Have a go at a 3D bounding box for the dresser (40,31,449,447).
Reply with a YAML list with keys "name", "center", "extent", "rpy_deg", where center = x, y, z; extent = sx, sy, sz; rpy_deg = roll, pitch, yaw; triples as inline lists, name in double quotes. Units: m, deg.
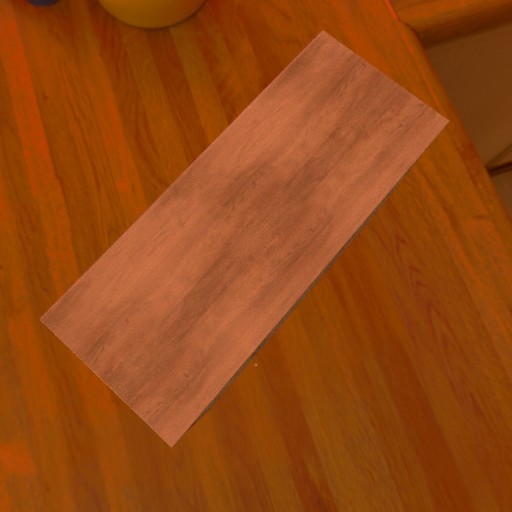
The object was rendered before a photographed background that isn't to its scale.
- name: "dresser"
  center: [0.000, 0.000, 1.431]
  extent: [0.404, 0.816, 0.994]
  rpy_deg: [40, 80, 9]
